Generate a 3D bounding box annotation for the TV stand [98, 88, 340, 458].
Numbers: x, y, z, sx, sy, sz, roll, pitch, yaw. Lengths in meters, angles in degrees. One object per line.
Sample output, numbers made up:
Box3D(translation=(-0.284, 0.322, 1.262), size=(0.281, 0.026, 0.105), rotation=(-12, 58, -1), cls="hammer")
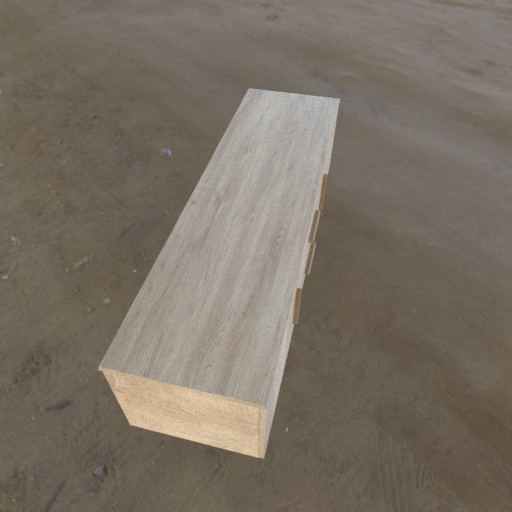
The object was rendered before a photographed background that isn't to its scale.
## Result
Box3D(translation=(0.000, 0.000, 1.575), size=(0.401, 0.565, 1.313), rotation=(10, 48, 9), cls="TV stand")
